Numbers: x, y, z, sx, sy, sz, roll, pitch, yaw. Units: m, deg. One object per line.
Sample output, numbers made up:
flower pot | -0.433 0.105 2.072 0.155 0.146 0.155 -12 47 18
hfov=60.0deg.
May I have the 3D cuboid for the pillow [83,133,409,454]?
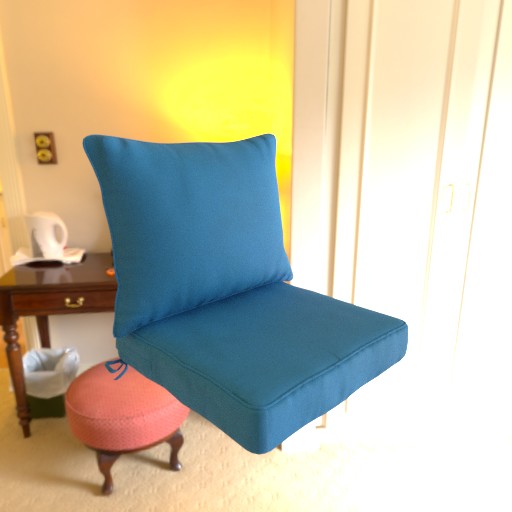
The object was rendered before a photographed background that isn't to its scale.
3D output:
pillow | 0.000 0.000 1.362 0.798 0.725 0.733 -15 21 -42
